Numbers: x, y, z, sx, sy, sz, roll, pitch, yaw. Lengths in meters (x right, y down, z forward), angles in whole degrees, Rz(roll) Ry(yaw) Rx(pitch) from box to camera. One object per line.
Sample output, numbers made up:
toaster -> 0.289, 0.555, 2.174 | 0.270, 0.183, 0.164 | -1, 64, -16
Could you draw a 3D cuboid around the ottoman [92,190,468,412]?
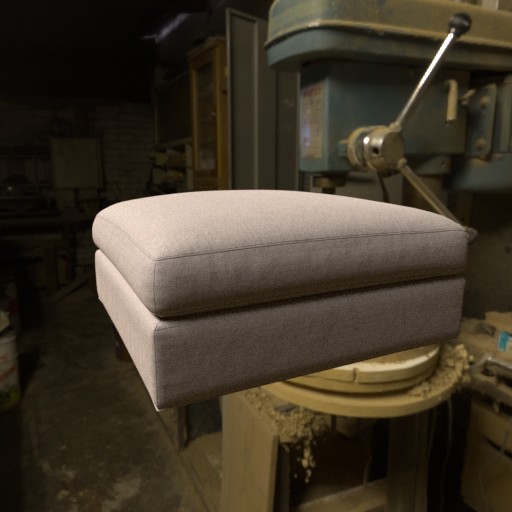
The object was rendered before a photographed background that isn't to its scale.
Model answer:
ottoman -> 0.000, 0.000, 1.649 | 1.041, 0.470, 1.041 | -6, 13, -26
